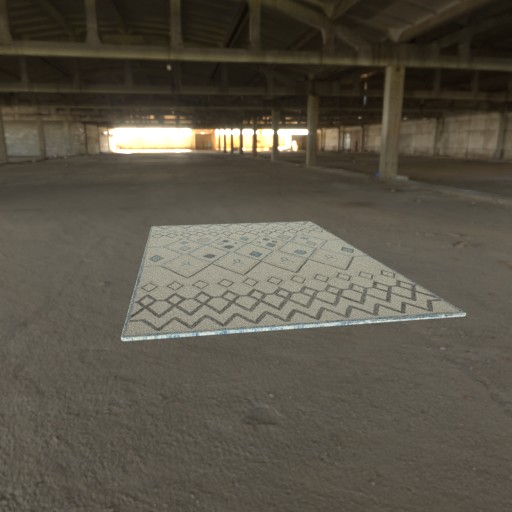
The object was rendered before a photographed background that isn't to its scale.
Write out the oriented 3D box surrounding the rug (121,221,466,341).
[{"bbox_3d":[0.000,0.000,3.051,1.524,0.015,2.439,-3,15,-10],"label":"rug"}]
